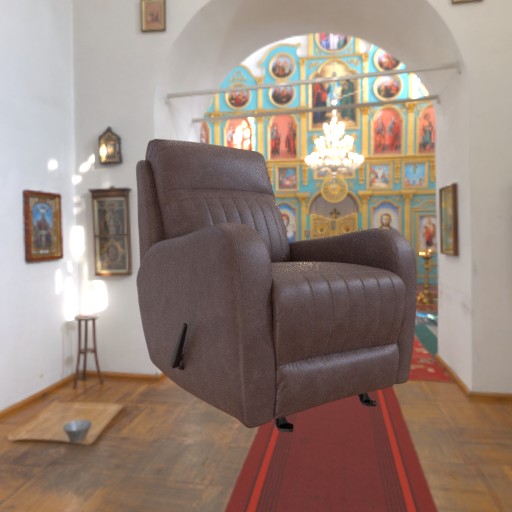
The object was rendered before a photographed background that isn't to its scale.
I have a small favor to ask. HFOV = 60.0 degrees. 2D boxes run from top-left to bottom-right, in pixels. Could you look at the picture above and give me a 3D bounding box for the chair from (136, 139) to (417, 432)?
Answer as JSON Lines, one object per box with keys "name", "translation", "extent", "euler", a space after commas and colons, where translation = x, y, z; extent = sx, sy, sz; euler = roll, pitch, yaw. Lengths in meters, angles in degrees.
{"name": "chair", "translation": [0.000, 0.000, 1.833], "extent": [0.865, 1.067, 1.067], "euler": [-1, 1, -35]}
